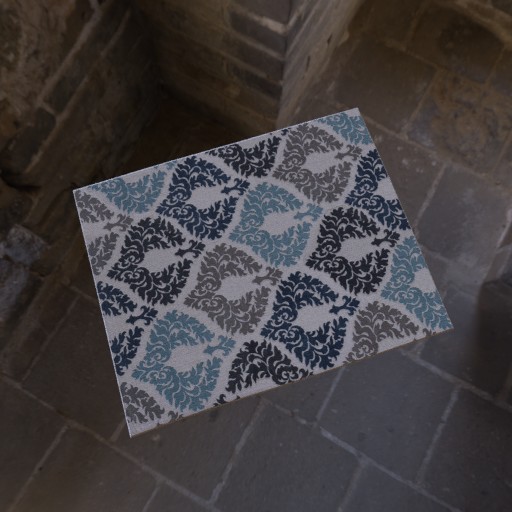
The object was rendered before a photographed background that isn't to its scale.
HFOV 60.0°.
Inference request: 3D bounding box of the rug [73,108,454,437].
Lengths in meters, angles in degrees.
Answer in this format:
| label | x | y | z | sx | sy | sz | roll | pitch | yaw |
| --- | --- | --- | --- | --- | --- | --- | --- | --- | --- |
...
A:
| label | x | y | z | sx | sy | sz | roll | pitch | yaw |
| --- | --- | --- | --- | --- | --- | --- | --- | --- | --- |
| rug | 0.000 | 0.000 | 4.222 | 3.040 | 0.014 | 2.423 | -17 | 76 | -5 |
